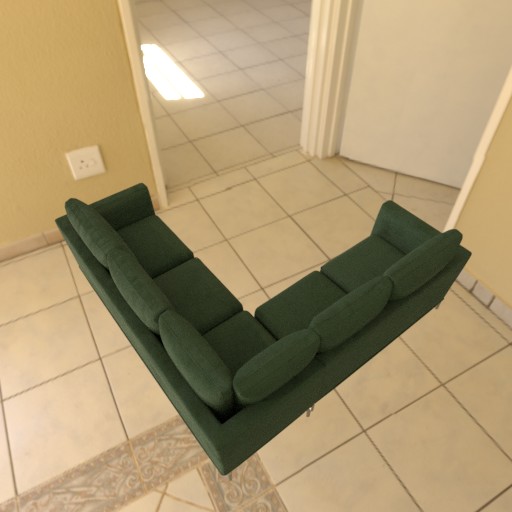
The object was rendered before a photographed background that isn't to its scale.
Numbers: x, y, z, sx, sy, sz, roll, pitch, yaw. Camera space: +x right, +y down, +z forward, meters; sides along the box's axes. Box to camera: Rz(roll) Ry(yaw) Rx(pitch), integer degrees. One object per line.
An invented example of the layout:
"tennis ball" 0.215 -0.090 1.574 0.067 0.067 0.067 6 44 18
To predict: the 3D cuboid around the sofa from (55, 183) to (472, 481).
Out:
"sofa" 0.000 0.000 3.813 2.468 1.004 2.452 -30 54 -25
